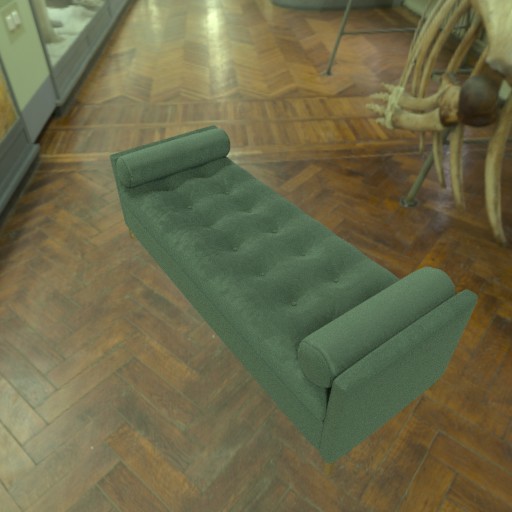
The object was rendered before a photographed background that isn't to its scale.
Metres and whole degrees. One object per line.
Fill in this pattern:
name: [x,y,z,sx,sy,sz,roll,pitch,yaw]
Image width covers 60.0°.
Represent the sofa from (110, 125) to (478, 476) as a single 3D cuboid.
sofa: [0.000,0.000,2.478,0.796,0.705,2.102,-25,46,-27]
